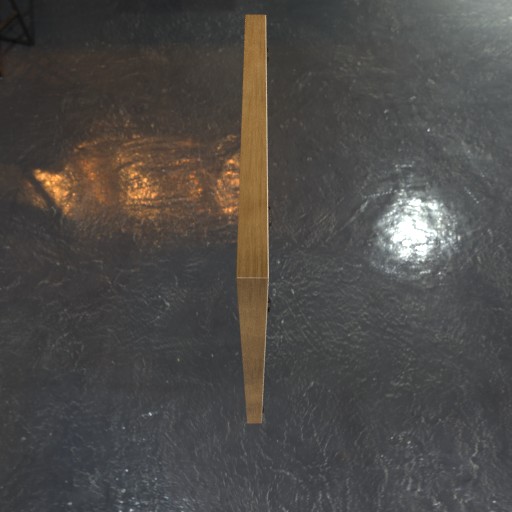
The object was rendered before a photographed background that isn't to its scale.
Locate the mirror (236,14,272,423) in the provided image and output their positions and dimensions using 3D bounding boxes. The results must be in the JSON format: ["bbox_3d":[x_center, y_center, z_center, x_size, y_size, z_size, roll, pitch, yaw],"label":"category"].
[{"bbox_3d":[0.000,0.000,0.906,0.039,0.711,0.508,0,58,0],"label":"mirror"}]
